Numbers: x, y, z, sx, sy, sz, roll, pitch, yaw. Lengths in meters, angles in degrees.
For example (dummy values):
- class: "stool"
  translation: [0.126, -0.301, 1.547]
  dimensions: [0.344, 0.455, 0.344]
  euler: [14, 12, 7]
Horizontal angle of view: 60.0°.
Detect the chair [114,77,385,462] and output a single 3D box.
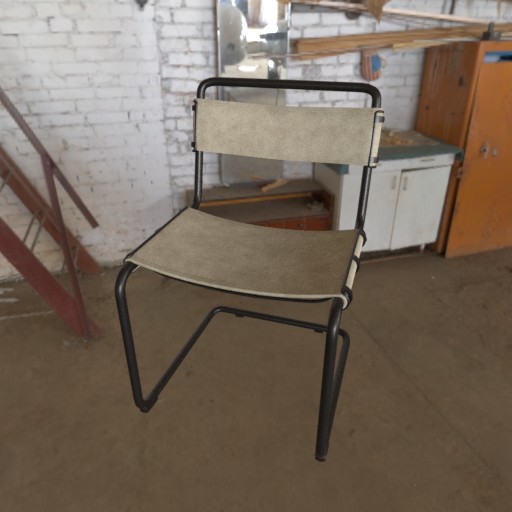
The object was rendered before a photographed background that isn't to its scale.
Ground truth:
- class: "chair"
  translation: [0.000, 0.000, 1.071]
  dimensions: [0.499, 0.747, 0.497]
  euler: [9, 29, 16]
